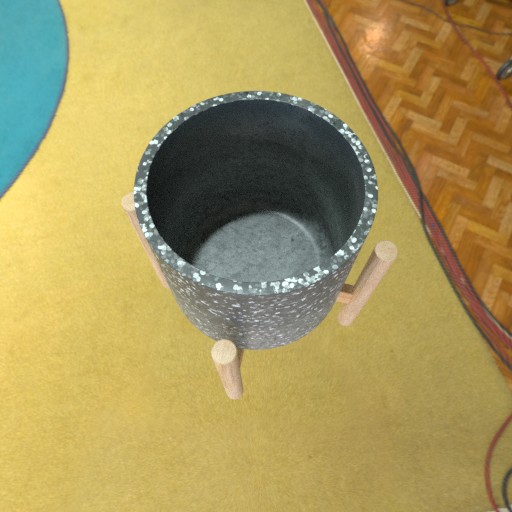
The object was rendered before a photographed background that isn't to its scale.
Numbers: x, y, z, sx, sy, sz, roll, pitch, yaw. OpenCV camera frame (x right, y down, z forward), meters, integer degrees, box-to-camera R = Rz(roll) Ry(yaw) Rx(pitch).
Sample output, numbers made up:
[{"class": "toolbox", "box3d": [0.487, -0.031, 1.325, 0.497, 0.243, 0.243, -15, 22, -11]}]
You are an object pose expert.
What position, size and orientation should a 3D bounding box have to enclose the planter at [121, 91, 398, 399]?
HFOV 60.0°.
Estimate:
[{"class": "planter", "box3d": [0.000, 0.000, 0.549, 0.284, 0.320, 0.284, 32, 69, 14]}]
